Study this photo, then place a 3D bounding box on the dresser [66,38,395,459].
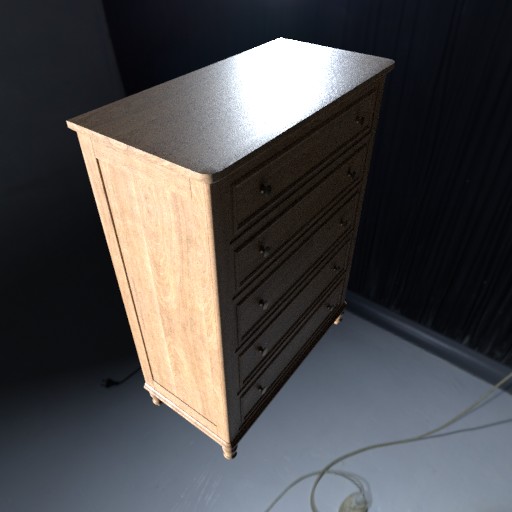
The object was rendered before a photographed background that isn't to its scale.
[{"bbox_3d":[0.000,0.000,1.741,0.484,1.318,0.973,25,46,27],"label":"dresser"}]
